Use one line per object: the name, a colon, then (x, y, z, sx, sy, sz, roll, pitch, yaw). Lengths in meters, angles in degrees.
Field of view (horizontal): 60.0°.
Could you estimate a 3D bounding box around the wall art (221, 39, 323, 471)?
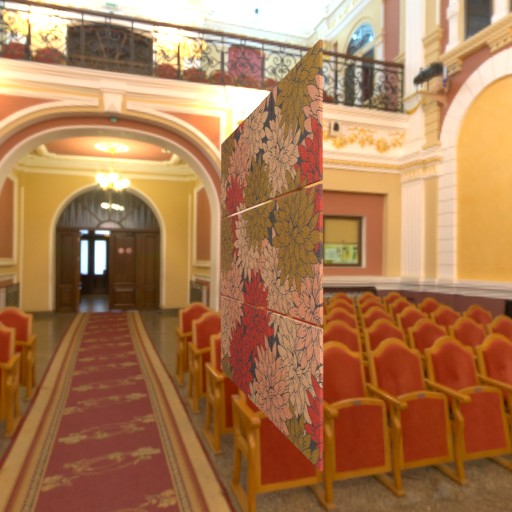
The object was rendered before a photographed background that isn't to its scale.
wall art: (0.000, 0.000, 2.298, 0.013, 1.534, 1.519, 0, 0, -18)
